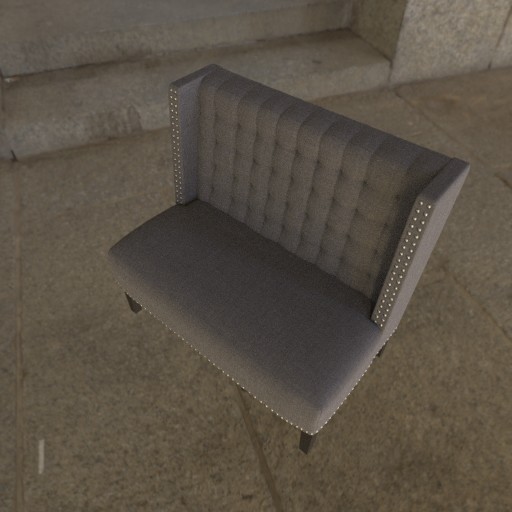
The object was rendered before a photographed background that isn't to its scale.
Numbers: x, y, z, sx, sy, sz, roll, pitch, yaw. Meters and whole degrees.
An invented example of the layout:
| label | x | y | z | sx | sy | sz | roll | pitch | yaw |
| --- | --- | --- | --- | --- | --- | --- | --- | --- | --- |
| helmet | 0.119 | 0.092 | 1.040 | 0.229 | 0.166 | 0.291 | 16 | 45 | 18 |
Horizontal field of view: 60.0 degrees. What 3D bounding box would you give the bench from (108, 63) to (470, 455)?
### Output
| label | x | y | z | sx | sy | sz | roll | pitch | yaw |
| --- | --- | --- | --- | --- | --- | --- | --- | --- | --- |
| bench | 0.000 | 0.000 | 1.998 | 1.276 | 1.121 | 0.842 | 32 | 54 | 26 |
